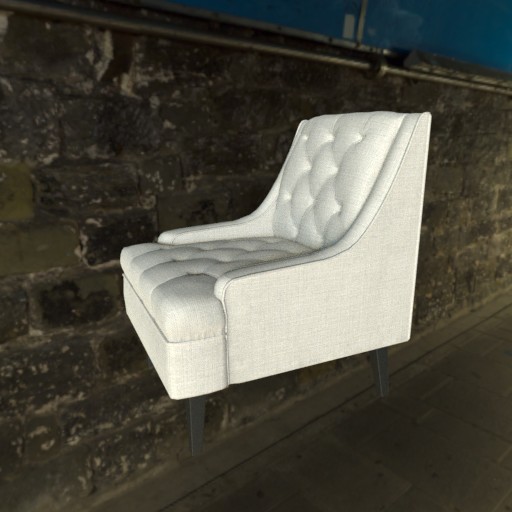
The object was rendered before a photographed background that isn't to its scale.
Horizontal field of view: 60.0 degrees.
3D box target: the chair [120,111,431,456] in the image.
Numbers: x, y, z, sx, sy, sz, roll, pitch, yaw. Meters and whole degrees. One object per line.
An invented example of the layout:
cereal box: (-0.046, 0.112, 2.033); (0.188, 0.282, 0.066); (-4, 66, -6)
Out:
chair: (0.000, 0.000, 1.427); (0.772, 0.891, 0.658); (-7, 16, -25)
